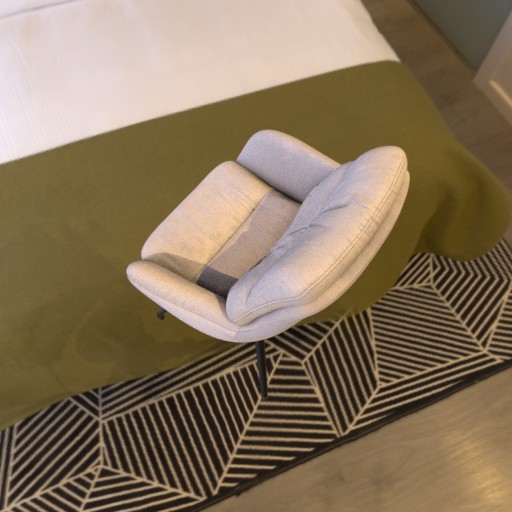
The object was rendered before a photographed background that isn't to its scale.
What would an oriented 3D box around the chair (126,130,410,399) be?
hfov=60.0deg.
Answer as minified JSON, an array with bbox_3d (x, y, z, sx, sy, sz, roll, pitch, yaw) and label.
[{"bbox_3d":[0.000,0.000,1.246,0.569,0.888,0.579,34,69,15],"label":"chair"}]
